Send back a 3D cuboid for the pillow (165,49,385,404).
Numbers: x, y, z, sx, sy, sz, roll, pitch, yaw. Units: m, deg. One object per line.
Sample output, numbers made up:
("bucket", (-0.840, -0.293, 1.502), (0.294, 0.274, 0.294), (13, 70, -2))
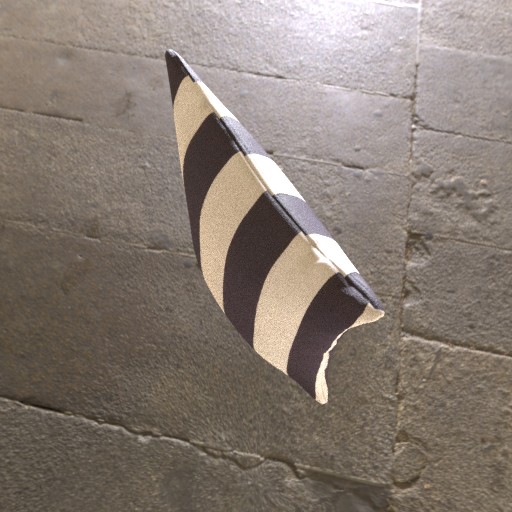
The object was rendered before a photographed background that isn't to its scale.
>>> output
("pillow", (0.000, 0.000, 0.819), (0.189, 0.526, 0.536), (-30, 67, -14))
